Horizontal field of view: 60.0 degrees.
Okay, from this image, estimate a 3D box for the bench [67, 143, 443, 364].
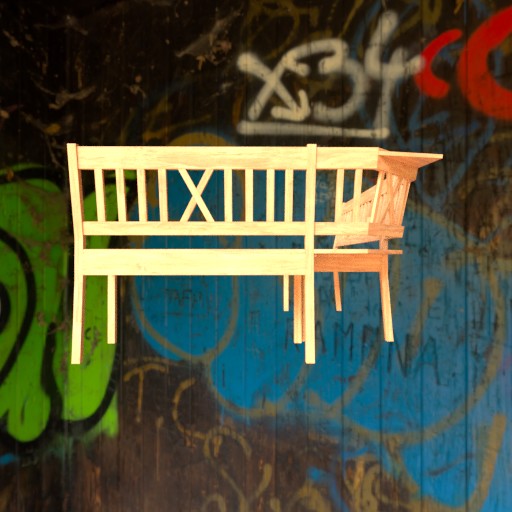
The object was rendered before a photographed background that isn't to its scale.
[{"bbox_3d":[0.000,0.000,2.757,1.537,0.902,1.937,0,0,0],"label":"bench"}]
